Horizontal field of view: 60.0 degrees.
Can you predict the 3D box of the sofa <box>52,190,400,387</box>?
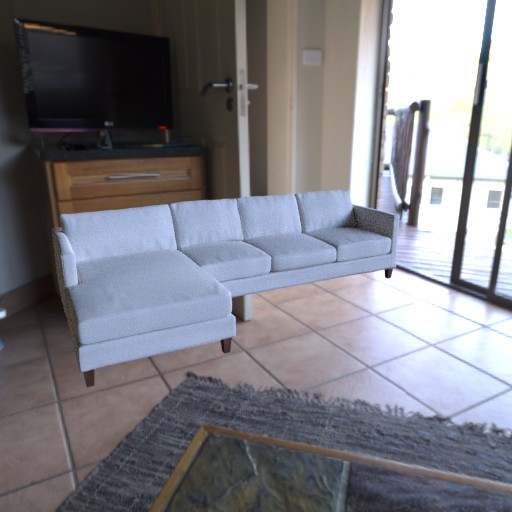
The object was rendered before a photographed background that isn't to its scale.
[{"bbox_3d":[0.000,0.000,3.933,3.186,0.861,1.625,-8,18,-26],"label":"sofa"}]
